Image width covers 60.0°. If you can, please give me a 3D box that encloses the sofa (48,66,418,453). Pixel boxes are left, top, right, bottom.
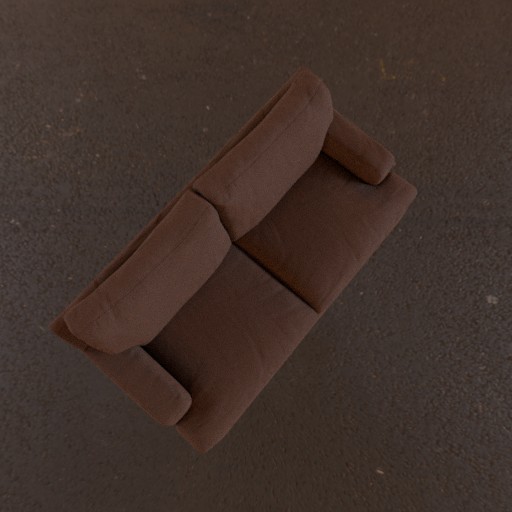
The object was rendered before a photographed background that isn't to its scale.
[{"bbox_3d":[0.000,0.000,2.853,1.140,0.950,2.274,39,78,10],"label":"sofa"}]
